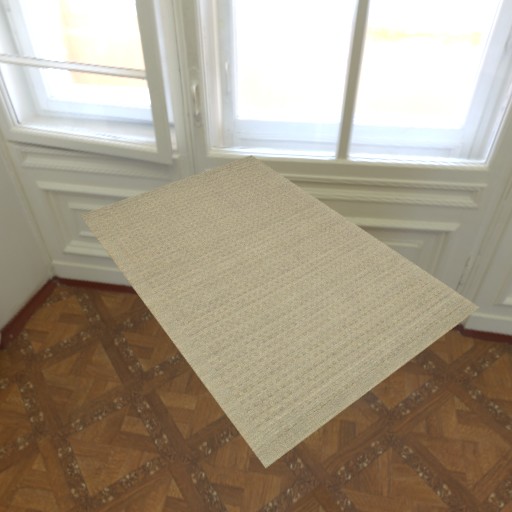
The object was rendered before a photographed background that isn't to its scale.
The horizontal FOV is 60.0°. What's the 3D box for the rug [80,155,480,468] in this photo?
[{"bbox_3d":[0.000,0.000,3.717,1.981,0.006,2.895,-25,47,-26],"label":"rug"}]
